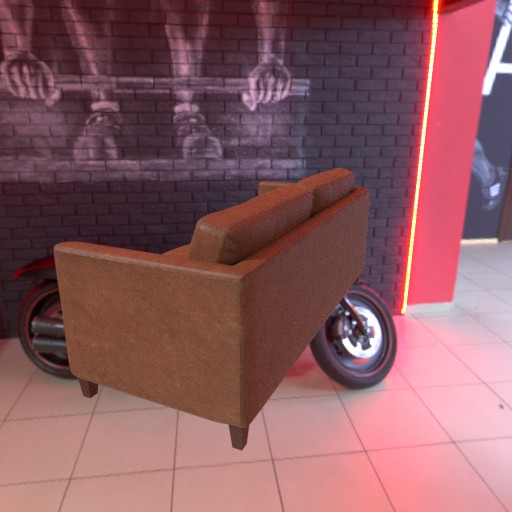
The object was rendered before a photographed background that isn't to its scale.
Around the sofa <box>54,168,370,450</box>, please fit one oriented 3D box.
[{"bbox_3d":[0.000,0.000,2.732,0.950,0.932,2.204,8,19,24],"label":"sofa"}]
